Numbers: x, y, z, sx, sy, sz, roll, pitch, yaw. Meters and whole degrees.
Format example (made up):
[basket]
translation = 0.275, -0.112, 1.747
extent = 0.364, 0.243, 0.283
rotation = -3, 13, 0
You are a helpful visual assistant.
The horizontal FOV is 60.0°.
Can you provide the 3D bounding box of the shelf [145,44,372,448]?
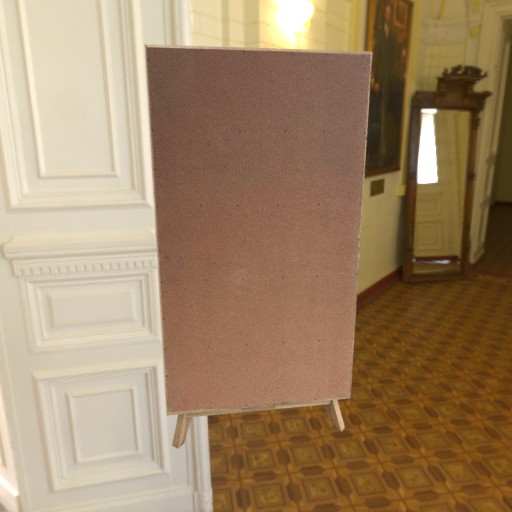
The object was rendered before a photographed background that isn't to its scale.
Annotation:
[shelf]
translation = 0.000, 0.000, 1.762
extent = 0.748, 1.471, 0.308
rotation = -2, 15, -9
